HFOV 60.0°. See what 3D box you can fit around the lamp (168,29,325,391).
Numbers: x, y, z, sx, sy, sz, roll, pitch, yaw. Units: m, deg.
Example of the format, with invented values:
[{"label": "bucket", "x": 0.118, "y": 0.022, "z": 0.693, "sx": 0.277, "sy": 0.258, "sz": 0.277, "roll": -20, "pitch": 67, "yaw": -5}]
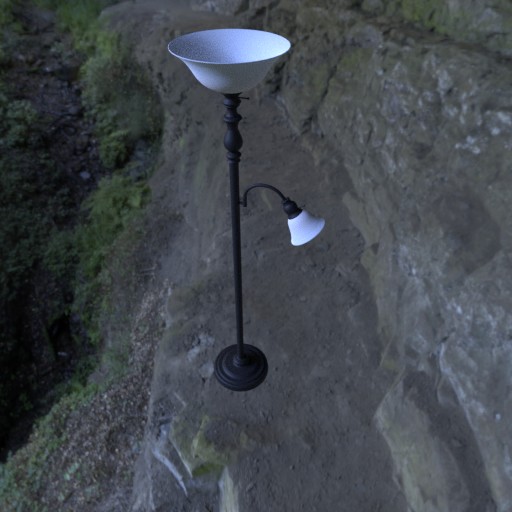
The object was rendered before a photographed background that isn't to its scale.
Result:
[{"label": "lamp", "x": 0.000, "y": 0.000, "z": 2.029, "sx": 0.588, "sy": 1.793, "sz": 0.405, "roll": 11, "pitch": 41, "yaw": 13}]
